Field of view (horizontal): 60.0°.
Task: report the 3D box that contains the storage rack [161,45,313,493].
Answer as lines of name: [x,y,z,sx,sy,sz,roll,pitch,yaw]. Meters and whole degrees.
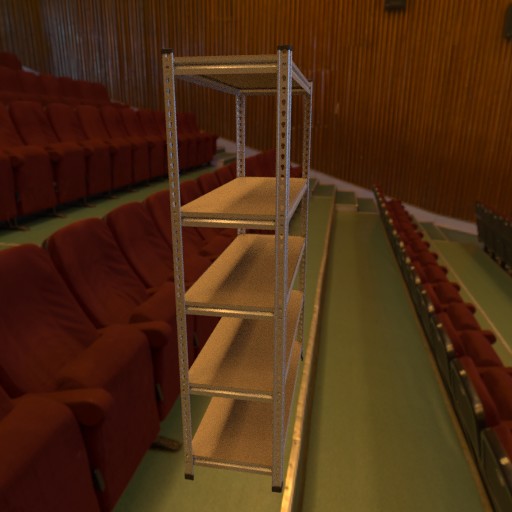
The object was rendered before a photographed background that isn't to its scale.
storage rack: [0.000,0.000,2.331,0.457,1.829,1.219,3,17,10]
